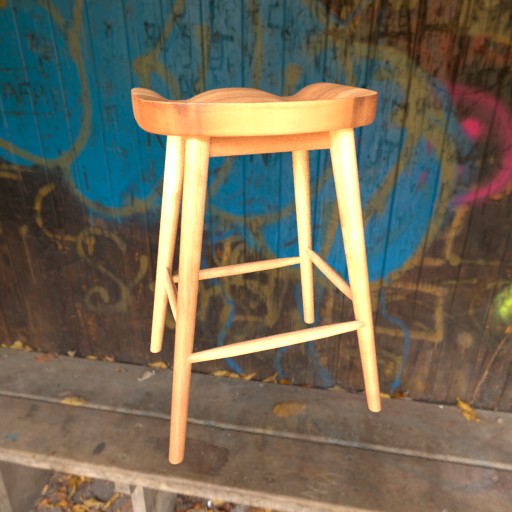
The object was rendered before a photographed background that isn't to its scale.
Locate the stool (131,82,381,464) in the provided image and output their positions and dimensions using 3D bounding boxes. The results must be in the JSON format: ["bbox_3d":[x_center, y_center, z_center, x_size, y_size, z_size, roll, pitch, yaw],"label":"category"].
[{"bbox_3d":[0.000,0.000,0.879,0.440,0.615,0.361,-8,27,-16],"label":"stool"}]
